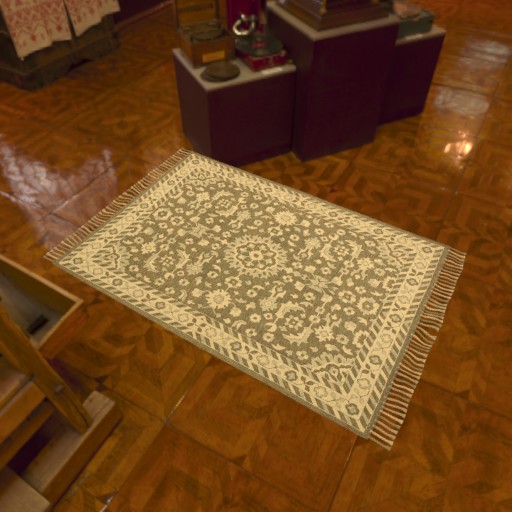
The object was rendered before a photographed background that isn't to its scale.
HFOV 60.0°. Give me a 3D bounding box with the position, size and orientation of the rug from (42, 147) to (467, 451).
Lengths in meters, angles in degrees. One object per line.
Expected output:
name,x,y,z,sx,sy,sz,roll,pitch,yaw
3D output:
rug,0.000,0.000,2.968,2.431,0.025,1.530,24,51,21
